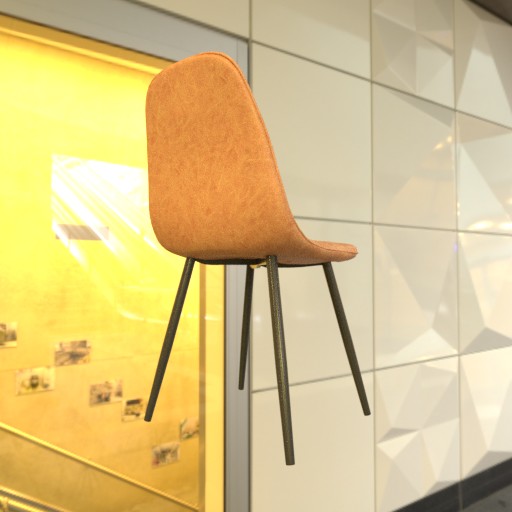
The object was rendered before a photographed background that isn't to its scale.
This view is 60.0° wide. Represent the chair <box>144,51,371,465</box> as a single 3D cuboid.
[{"bbox_3d":[0.000,0.000,1.217,0.472,0.889,0.561,-1,-2,37],"label":"chair"}]
